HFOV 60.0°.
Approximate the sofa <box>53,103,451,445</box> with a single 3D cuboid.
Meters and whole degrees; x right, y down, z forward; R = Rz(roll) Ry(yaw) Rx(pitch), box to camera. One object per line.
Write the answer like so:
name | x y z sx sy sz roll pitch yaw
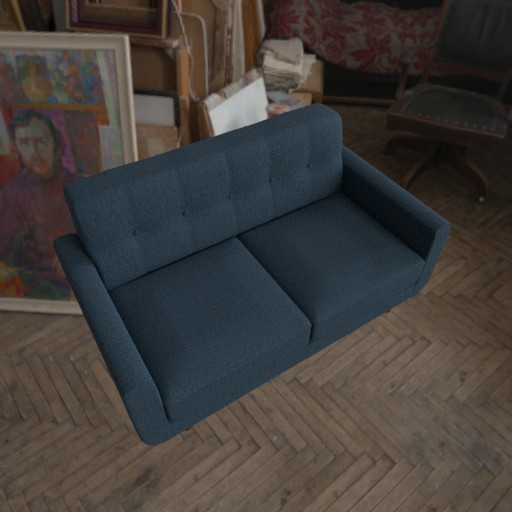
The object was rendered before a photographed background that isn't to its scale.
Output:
sofa | 0.000 0.000 2.178 1.651 0.896 0.942 -25 51 -22
